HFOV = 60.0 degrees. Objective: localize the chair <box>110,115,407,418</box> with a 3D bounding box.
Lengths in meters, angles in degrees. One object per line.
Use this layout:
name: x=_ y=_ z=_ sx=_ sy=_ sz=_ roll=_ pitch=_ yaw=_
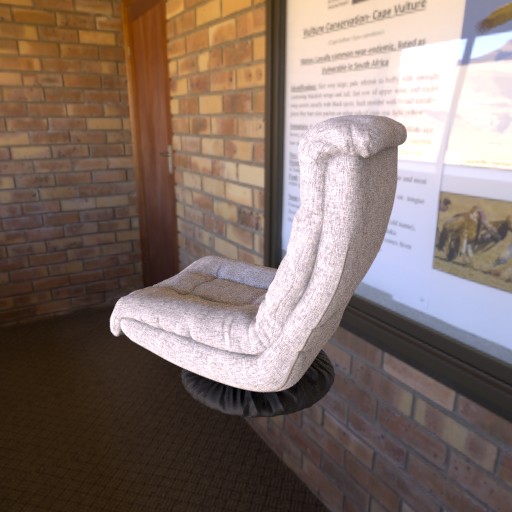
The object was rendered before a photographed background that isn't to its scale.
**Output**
chair: x=0.000 y=0.000 z=0.995 sx=0.583 sy=0.600 sz=0.400 roll=8 pitch=19 yaw=25
